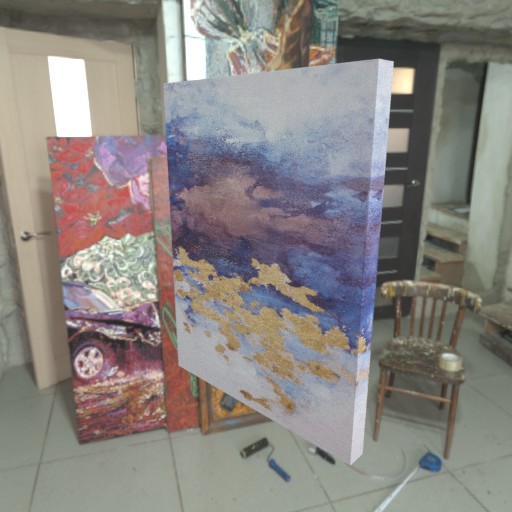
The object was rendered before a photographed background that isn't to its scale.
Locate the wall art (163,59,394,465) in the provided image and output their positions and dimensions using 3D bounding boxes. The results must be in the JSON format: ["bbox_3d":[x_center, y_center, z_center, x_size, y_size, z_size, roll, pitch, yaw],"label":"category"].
[{"bbox_3d":[0.000,0.000,0.762,0.437,0.581,0.036,15,22,42],"label":"wall art"}]
